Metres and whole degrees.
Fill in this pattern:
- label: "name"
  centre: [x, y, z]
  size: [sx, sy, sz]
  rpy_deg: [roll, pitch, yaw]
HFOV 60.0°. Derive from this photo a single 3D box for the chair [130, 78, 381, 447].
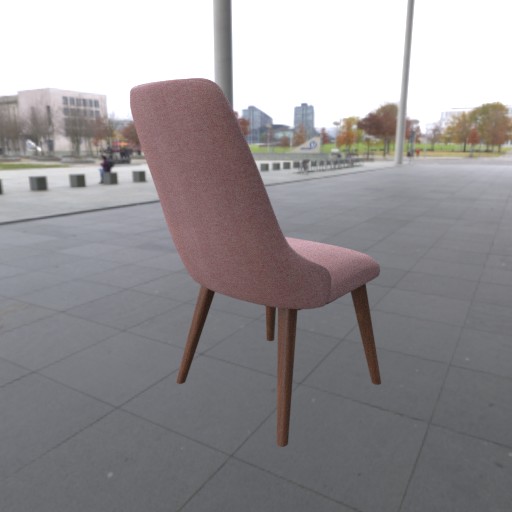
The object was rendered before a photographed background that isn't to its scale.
- label: "chair"
  centre: [0.000, 0.000, 1.336]
  size: [0.707, 0.918, 0.535]
  rpy_deg: [-13, 19, -43]
